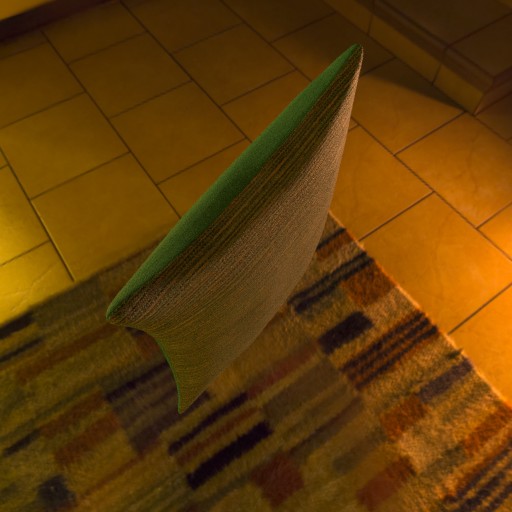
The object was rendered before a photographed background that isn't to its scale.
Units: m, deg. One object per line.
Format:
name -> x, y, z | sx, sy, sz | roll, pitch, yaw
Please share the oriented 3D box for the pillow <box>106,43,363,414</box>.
pillow -> 0.000, 0.000, 0.739 | 0.150, 0.497, 0.514 | 31, 66, 16
